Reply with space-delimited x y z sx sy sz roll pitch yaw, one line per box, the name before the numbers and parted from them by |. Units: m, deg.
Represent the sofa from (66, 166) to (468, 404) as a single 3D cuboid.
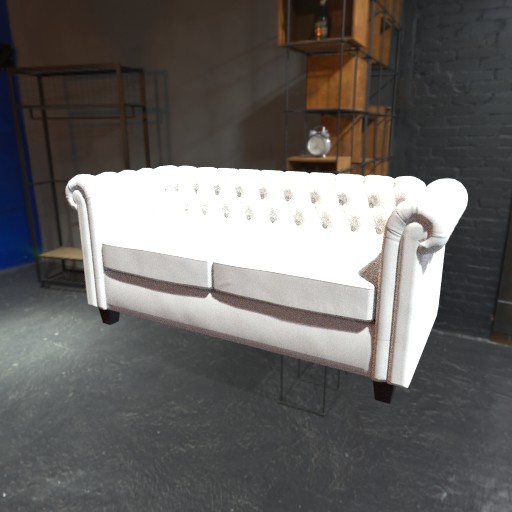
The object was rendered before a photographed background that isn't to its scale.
sofa | 0.000 0.000 2.210 1.798 0.796 0.771 9 18 28
